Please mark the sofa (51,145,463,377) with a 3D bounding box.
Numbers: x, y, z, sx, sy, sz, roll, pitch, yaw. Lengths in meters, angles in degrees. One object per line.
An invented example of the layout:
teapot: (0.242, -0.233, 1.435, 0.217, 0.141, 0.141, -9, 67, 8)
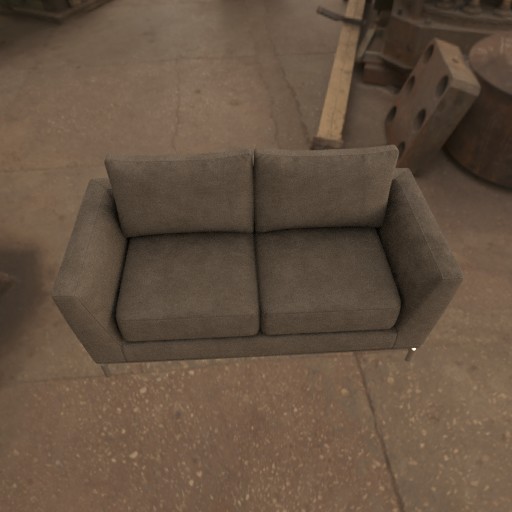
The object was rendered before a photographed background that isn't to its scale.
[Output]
sofa: (0.000, 0.000, 2.396, 1.832, 1.013, 0.855, -2, 47, -2)
